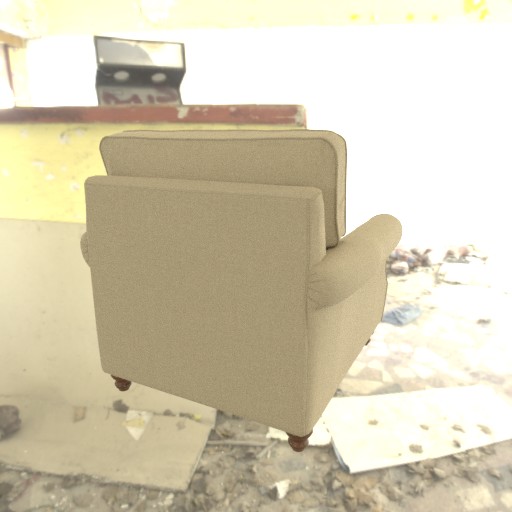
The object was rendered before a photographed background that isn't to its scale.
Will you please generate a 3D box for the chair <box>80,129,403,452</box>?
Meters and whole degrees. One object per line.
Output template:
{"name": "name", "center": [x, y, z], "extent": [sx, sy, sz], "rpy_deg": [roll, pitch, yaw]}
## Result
{"name": "chair", "center": [0.000, 0.000, 1.768], "extent": [1.029, 0.967, 0.966], "rpy_deg": [8, 17, 26]}
